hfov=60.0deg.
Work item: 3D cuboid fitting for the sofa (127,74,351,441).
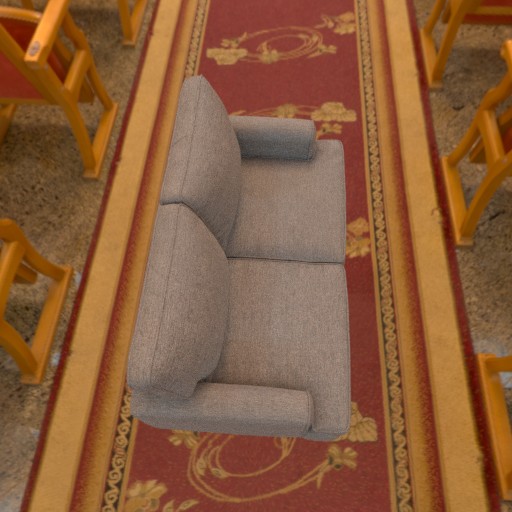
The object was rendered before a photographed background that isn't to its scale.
[{"bbox_3d":[0.000,0.000,2.245,0.965,0.965,1.651,3,64,2],"label":"sofa"}]
